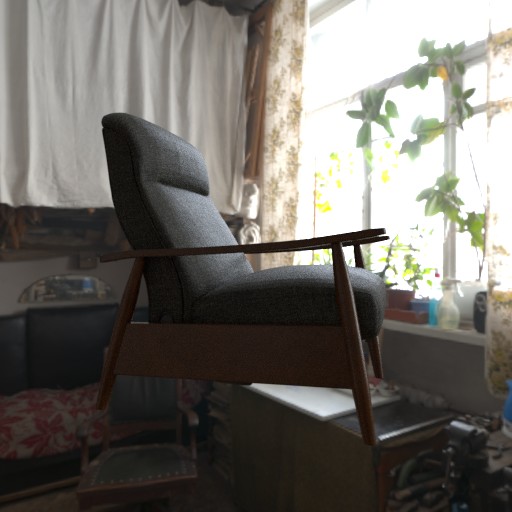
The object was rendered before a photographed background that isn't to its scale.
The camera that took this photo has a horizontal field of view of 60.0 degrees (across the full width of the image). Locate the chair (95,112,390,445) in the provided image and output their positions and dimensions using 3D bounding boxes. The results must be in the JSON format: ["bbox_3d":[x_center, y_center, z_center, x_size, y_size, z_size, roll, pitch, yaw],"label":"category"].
[{"bbox_3d":[0.000,0.000,1.766,1.014,1.082,0.762,0,1,18],"label":"chair"}]
